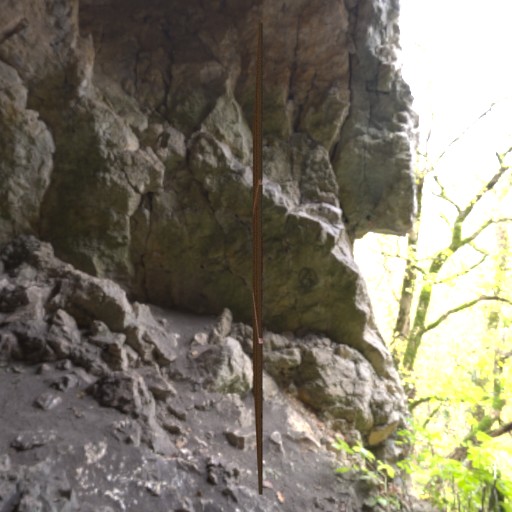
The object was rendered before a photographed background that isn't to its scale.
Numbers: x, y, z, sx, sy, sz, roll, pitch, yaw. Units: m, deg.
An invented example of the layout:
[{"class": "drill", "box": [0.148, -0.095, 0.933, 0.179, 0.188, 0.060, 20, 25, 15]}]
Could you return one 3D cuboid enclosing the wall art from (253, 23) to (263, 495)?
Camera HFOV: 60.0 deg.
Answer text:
[{"class": "wall art", "box": [0.000, 0.000, 2.185, 0.013, 1.519, 1.521, 0, 1, -1]}]
